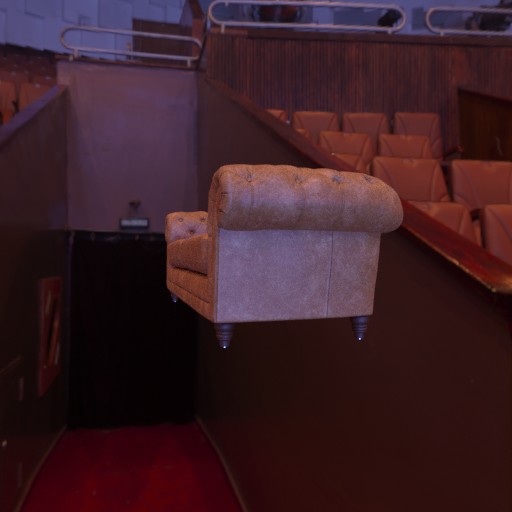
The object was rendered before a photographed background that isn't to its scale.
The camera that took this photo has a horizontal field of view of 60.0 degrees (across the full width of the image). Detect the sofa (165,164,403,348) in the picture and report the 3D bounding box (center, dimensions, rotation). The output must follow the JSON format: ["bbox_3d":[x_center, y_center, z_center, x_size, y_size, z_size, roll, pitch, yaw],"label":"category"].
[{"bbox_3d":[0.000,0.000,2.873,0.989,0.760,2.365,0,0,-17],"label":"sofa"}]
